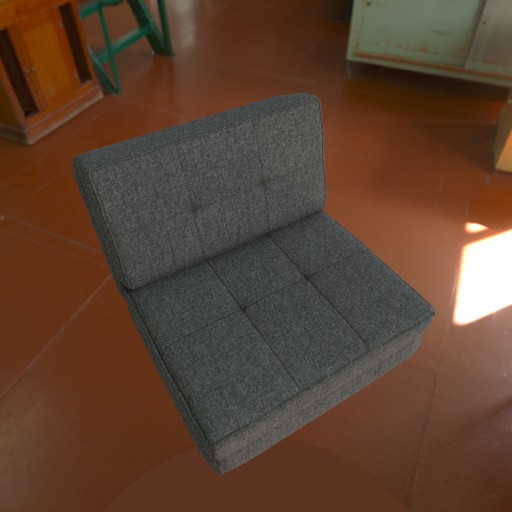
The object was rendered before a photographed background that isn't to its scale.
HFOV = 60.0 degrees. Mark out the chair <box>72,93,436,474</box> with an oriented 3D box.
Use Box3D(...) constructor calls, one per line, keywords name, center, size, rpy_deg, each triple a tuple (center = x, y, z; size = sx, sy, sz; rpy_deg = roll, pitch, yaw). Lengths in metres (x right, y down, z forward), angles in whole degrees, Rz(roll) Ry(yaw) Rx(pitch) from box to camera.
Box3D(name="chair", center=(0.000, 0.000, 1.286), size=(0.740, 0.615, 0.800), rpy_deg=(-24, 51, -21))
